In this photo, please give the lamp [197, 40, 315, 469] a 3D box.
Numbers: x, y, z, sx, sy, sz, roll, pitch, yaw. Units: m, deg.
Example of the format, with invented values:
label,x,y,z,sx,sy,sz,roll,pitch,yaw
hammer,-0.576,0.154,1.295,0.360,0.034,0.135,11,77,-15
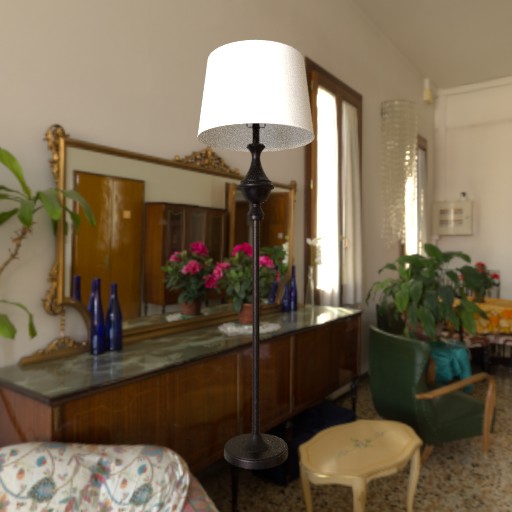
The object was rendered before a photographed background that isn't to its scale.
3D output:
label,x,y,z,sx,sy,sz,roll,pitch,yaw
lamp,0.000,0.000,1.651,0.431,1.484,0.431,0,1,0
